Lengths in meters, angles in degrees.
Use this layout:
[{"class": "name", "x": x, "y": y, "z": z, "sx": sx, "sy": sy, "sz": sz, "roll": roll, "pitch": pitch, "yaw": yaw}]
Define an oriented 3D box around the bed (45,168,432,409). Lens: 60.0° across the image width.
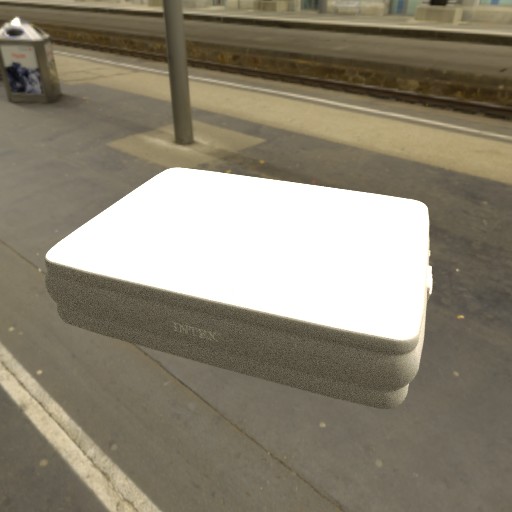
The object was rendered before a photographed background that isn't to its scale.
[{"class": "bed", "x": 0.000, "y": 0.000, "z": 2.723, "sx": 2.036, "sy": 0.460, "sz": 1.520, "roll": 11, "pitch": 34, "yaw": 17}]
